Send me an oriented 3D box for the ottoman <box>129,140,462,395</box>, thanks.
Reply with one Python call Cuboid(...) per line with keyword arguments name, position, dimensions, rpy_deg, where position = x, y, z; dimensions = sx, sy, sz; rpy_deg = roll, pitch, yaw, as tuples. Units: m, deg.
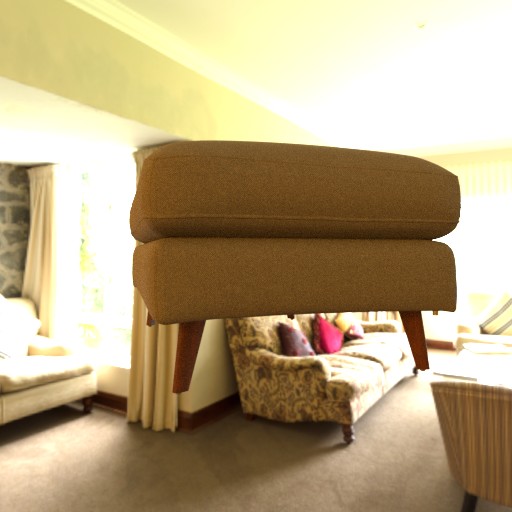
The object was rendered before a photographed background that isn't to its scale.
Cuboid(name="ottoman", position=(0.000, 0.000, 1.127), dimensions=(0.608, 0.449, 0.811), rpy_deg=(0, 1, -17))
